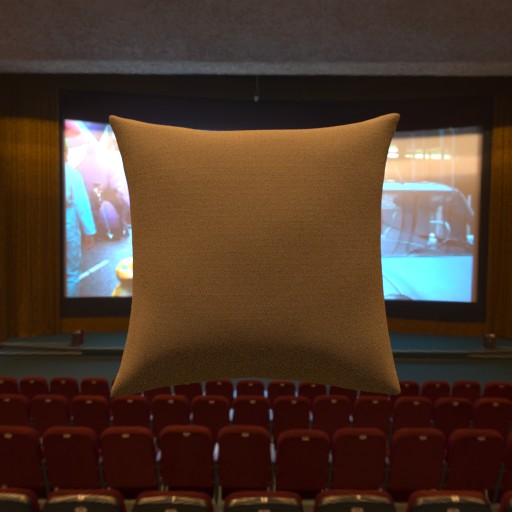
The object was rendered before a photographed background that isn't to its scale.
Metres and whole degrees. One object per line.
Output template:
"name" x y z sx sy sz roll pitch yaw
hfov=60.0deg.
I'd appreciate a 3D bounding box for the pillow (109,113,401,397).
"pillow" 0.000 0.000 0.785 0.512 0.497 0.204 0 1 0
